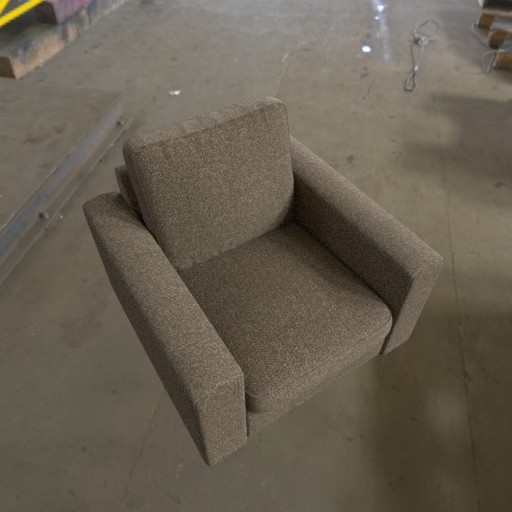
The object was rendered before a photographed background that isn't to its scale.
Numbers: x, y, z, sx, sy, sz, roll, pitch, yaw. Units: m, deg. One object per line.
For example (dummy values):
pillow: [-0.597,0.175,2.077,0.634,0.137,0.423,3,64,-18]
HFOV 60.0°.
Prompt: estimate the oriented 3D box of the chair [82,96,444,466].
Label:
chair: [0.000,0.000,1.734,1.005,0.873,1.016,-25,52,-21]
